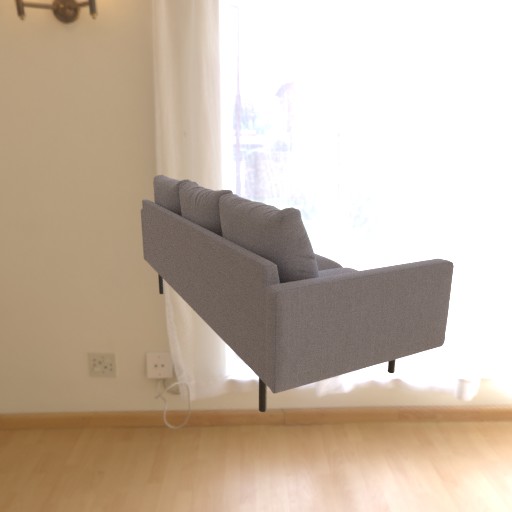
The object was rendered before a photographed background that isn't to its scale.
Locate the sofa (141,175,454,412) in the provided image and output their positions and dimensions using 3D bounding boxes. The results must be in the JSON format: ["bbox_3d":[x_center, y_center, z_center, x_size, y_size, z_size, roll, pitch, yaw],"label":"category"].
[{"bbox_3d":[0.000,0.000,2.510,0.850,0.830,2.000,-7,16,-26],"label":"sofa"}]
